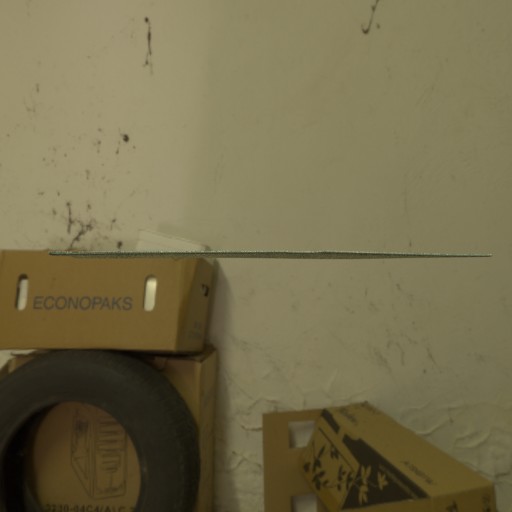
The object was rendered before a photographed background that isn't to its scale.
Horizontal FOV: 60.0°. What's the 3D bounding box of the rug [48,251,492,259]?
[{"bbox_3d":[0.000,0.000,5.123,4.078,0.052,2.802,0,-1,-18],"label":"rug"}]
